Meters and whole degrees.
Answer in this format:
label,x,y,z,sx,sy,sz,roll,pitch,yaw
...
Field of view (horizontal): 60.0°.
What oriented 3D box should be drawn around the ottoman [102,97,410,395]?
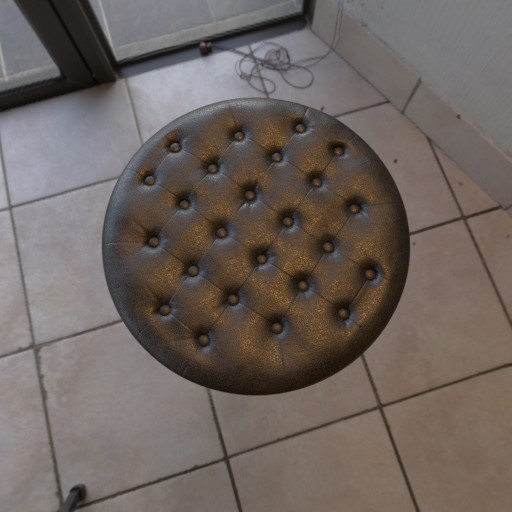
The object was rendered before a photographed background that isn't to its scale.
label,x,y,z,sx,sy,sz,roll,pitch,yaw
ottoman,0.000,0.000,1.094,0.637,0.442,0.637,0,76,0
